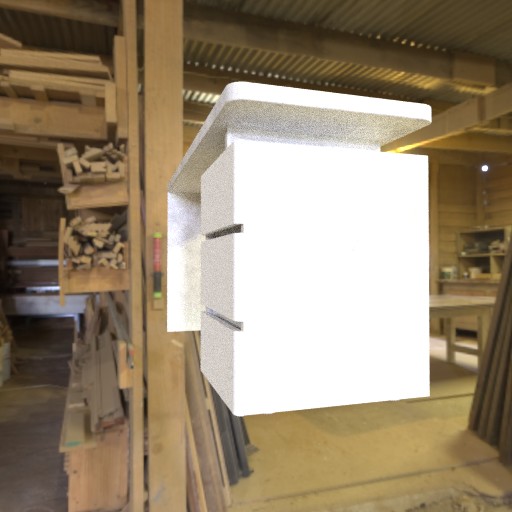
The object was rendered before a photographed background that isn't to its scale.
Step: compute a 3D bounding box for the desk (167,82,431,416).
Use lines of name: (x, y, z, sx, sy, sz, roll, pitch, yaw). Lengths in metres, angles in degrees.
desk: (0.000, 0.000, 1.718, 0.550, 0.755, 1.400, 0, -1, -17)
